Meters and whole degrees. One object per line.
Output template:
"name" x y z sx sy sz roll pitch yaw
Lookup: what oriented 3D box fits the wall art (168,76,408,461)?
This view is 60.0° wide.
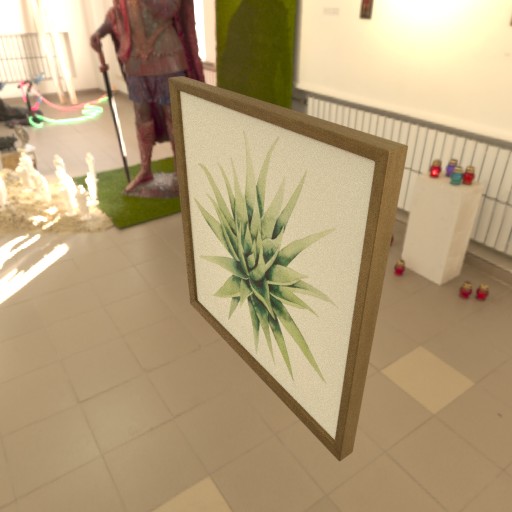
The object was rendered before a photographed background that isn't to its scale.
"wall art" 0.000 0.000 0.756 0.030 0.506 0.503 -20 37 -29
